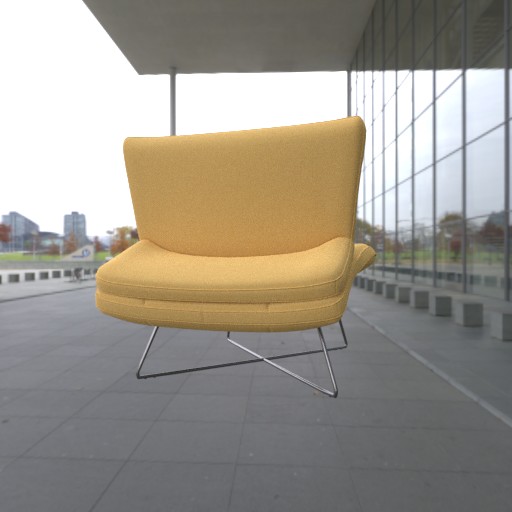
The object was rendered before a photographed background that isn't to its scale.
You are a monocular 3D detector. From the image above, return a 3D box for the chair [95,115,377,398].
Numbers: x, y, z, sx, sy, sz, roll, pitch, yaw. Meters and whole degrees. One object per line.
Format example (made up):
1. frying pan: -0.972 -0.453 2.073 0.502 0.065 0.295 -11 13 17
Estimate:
1. chair: 0.000 0.000 1.695 0.859 0.855 1.008 0 0 17
